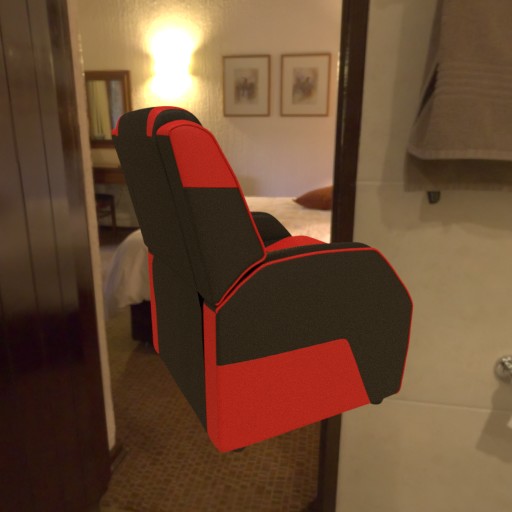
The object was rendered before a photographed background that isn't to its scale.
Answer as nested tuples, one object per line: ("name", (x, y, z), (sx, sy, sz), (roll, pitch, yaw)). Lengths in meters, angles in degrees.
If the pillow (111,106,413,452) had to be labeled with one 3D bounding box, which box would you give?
("pillow", (0.000, 0.000, 1.295), (0.672, 0.805, 0.620), (-8, 17, -26))
